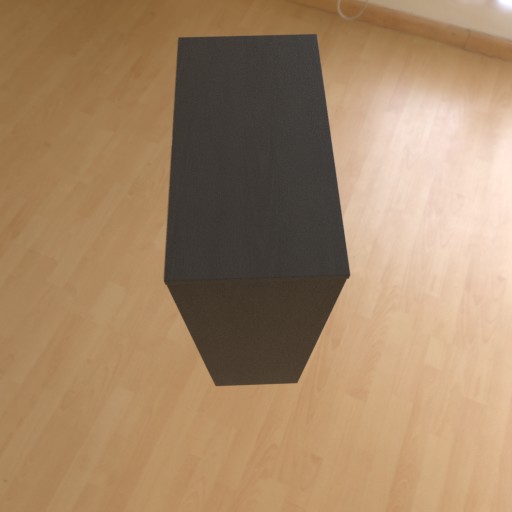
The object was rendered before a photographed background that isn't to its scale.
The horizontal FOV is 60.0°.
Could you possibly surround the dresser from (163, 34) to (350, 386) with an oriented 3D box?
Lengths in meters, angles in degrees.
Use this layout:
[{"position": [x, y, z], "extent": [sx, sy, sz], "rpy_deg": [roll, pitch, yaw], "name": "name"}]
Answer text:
[{"position": [0.000, 0.000, 1.597], "extent": [0.399, 1.255, 0.704], "rpy_deg": [-2, 64, -1], "name": "dresser"}]
